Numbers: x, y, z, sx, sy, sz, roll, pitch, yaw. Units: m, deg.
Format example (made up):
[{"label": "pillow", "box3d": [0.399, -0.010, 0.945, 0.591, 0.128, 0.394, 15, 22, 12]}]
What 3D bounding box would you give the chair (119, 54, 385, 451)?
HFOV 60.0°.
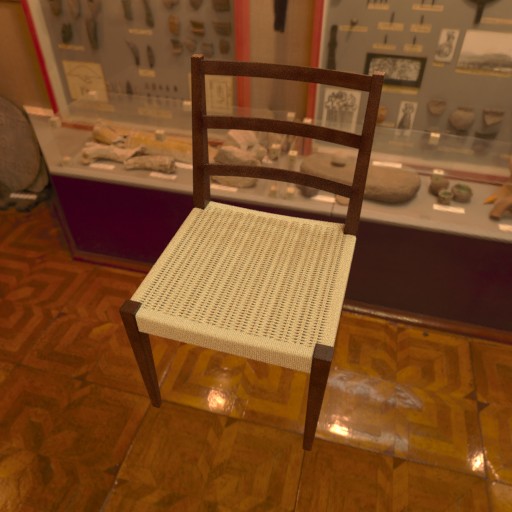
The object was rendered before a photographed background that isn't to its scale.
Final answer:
[{"label": "chair", "box3d": [0.000, 0.000, 1.143, 0.480, 0.813, 0.551, 11, 42, 12]}]
